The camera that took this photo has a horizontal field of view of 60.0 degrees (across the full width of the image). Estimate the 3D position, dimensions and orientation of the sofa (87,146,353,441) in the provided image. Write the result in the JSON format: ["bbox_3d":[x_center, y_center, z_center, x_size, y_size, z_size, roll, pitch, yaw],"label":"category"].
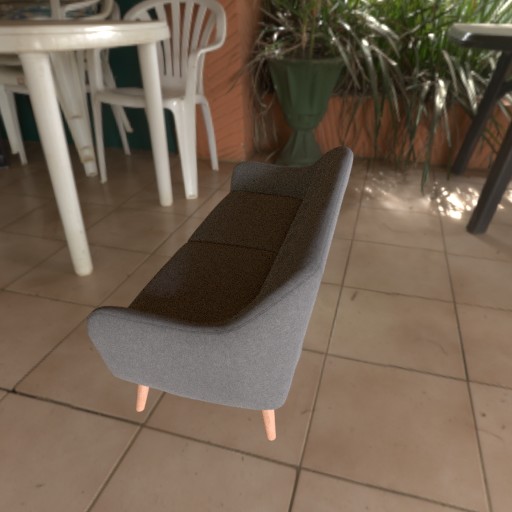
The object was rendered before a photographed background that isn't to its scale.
[{"bbox_3d":[0.000,0.000,2.305,0.820,0.820,1.840,8,30,13],"label":"sofa"}]
